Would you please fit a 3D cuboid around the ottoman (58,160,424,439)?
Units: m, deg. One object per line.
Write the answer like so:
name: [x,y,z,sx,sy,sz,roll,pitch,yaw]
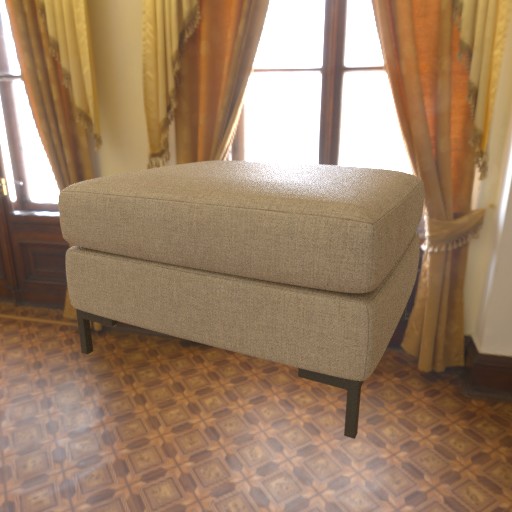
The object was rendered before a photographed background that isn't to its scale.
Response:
ottoman: [0.000,0.000,1.250,0.820,0.490,0.671,9,19,25]
